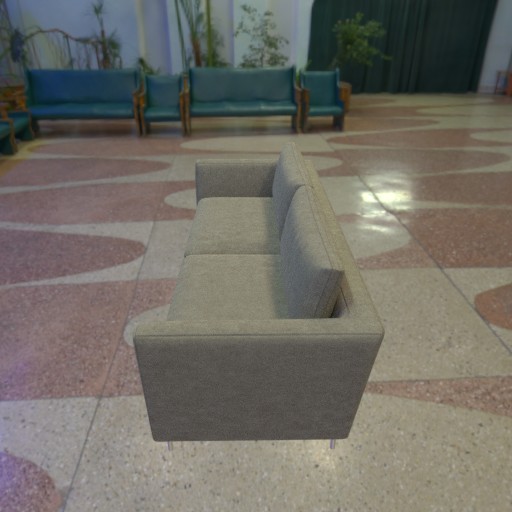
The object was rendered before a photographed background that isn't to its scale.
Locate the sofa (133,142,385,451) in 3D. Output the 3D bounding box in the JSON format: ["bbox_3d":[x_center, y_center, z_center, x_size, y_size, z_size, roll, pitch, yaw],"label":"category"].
[{"bbox_3d":[0.000,0.000,2.549,0.889,0.864,2.121,0,28,-1],"label":"sofa"}]
